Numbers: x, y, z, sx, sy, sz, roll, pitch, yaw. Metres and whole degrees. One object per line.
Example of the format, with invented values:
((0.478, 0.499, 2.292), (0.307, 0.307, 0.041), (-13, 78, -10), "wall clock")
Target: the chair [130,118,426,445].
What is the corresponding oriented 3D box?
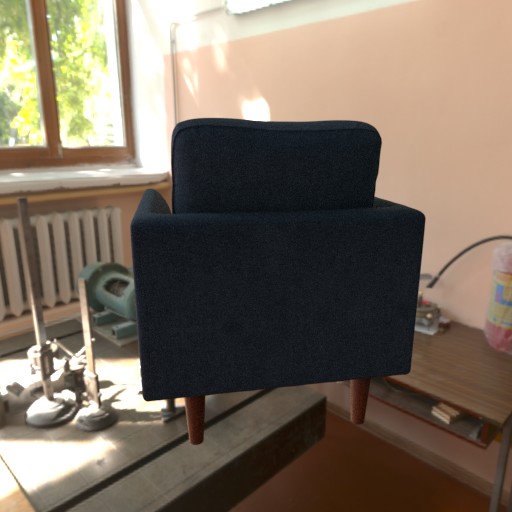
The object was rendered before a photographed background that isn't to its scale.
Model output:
((0.000, 0.000, 1.650), (0.858, 0.957, 0.899), (-3, 15, -10), "chair")
